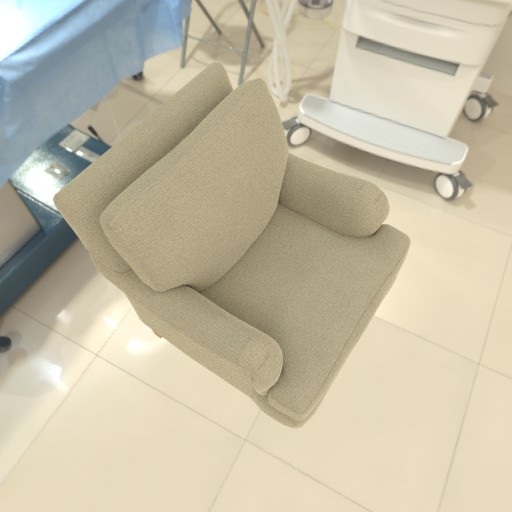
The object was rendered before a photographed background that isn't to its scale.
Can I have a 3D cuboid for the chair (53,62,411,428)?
[{"bbox_3d":[0.000,0.000,1.880,1.070,1.038,0.955,31,64,17],"label":"chair"}]
